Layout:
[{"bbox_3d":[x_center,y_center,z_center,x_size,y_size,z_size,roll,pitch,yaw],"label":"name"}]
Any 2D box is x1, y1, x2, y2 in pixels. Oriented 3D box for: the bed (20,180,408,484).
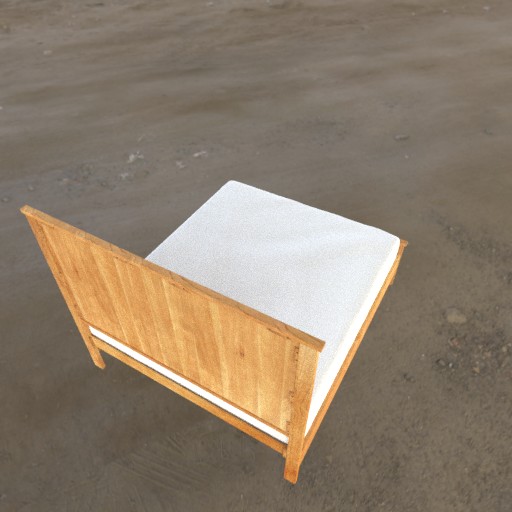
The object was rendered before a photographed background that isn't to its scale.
[{"bbox_3d":[0.000,0.000,4.060,2.225,1.938,2.530,22,49,21],"label":"bed"}]
